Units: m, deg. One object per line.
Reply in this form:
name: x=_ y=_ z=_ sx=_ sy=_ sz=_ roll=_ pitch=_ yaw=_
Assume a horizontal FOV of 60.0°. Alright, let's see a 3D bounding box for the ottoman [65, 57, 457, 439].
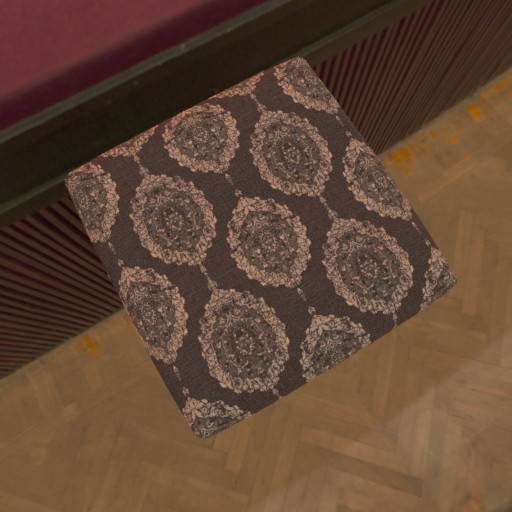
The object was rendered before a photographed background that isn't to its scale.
ottoman: x=0.000 y=0.000 z=0.920 sx=0.497 sy=0.475 sz=0.507 roll=-29 pitch=78 yaw=-7
